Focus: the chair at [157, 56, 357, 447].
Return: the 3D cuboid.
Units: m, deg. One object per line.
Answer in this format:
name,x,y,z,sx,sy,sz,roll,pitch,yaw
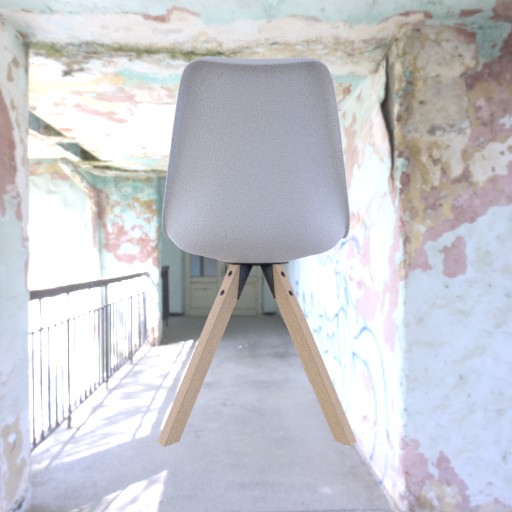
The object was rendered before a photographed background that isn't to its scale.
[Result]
chair,0.000,0.000,1.196,0.485,0.850,0.550,0,1,-1
